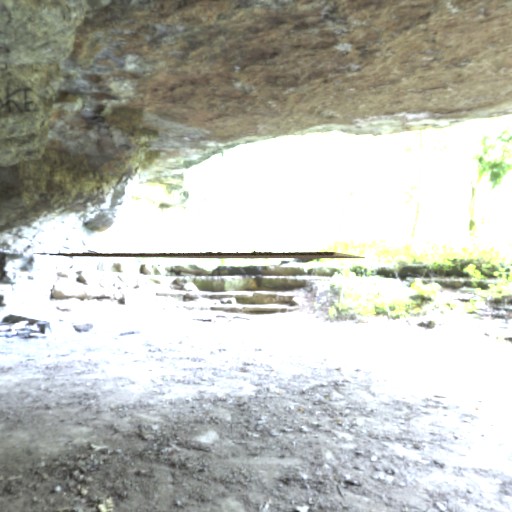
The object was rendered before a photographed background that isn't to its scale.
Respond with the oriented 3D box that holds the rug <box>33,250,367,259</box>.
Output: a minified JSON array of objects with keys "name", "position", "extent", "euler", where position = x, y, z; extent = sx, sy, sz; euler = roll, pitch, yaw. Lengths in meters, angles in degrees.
[{"name":"rug","position":[0.000,0.000,2.034],"extent":[0.905,0.017,1.718],"euler":[0,-1,17]}]
